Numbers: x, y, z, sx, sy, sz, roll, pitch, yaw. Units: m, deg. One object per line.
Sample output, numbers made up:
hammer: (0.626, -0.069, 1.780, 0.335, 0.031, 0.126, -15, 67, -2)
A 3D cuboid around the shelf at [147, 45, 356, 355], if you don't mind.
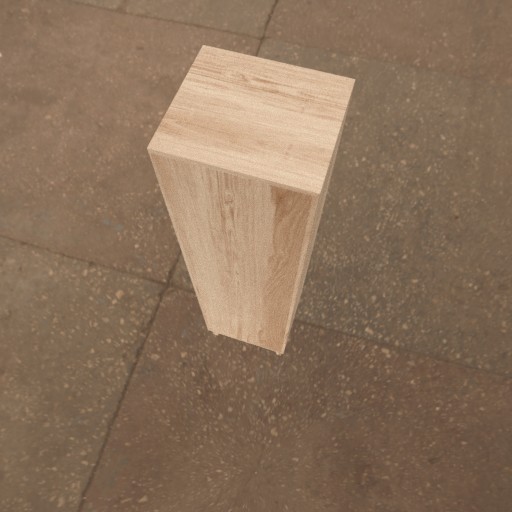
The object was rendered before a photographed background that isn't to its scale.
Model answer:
shelf: (0.000, 0.000, 2.206, 0.510, 1.960, 0.450, 16, 65, 8)
